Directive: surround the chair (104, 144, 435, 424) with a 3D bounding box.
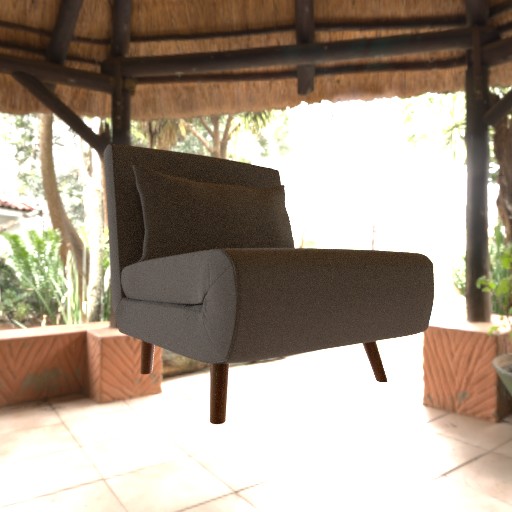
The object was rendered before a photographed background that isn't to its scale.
[{"bbox_3d":[0.000,0.000,1.486,0.770,0.808,0.902,0,-1,-36],"label":"chair"}]
